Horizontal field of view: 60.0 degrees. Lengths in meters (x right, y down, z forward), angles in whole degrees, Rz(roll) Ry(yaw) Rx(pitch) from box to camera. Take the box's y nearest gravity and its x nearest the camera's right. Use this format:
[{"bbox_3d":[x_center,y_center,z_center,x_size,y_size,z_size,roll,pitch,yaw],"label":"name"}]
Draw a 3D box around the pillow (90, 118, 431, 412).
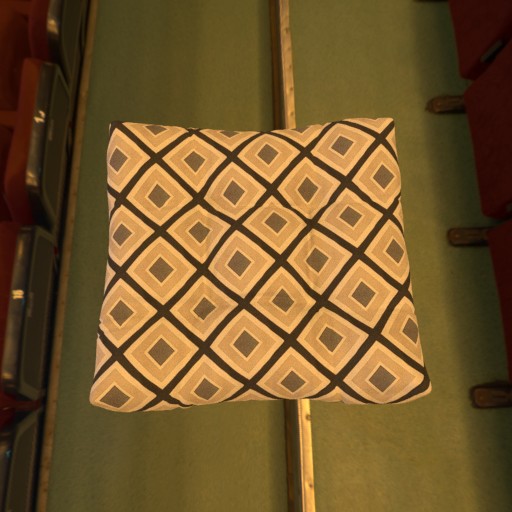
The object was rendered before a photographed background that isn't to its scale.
[{"bbox_3d":[0.000,0.000,0.719,0.490,0.128,0.468,-2,75,0],"label":"pillow"}]
